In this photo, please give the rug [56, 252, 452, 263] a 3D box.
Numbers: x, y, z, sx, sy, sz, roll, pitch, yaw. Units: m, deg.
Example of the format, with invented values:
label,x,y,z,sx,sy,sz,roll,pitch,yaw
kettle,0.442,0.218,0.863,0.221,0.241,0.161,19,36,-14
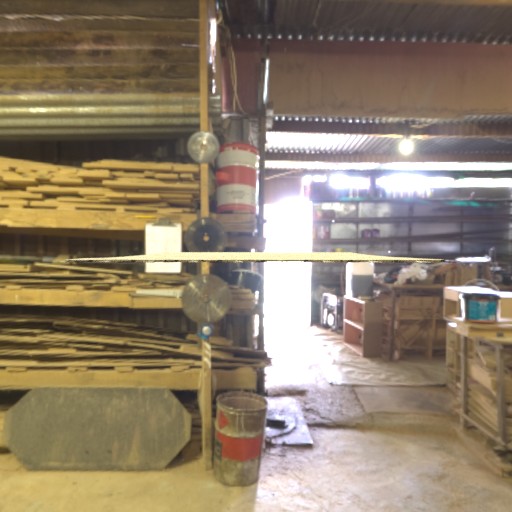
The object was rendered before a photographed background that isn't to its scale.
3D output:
label,x,y,z,sx,sy,sz,roll,pitch,yaw
rug,0.000,0.000,4.165,2.342,0.026,3.221,0,1,1
